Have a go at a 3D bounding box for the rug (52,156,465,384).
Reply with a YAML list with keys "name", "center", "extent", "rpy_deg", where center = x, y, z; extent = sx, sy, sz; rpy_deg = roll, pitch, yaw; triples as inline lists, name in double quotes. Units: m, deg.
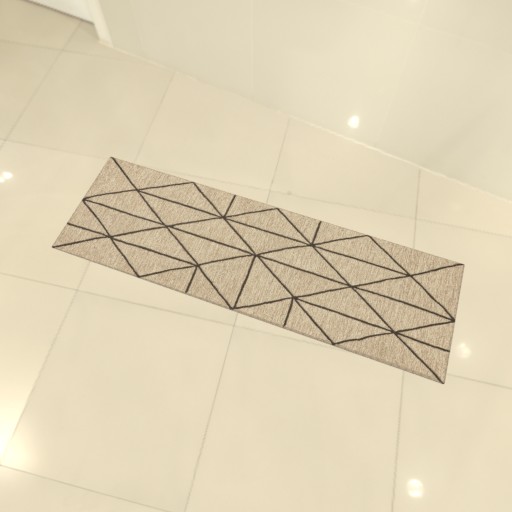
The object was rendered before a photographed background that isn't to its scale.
- name: "rug"
  center: [0.000, 0.000, 2.736]
  extent: [2.438, 0.012, 0.762]
  rpy_deg: [18, 64, 9]
